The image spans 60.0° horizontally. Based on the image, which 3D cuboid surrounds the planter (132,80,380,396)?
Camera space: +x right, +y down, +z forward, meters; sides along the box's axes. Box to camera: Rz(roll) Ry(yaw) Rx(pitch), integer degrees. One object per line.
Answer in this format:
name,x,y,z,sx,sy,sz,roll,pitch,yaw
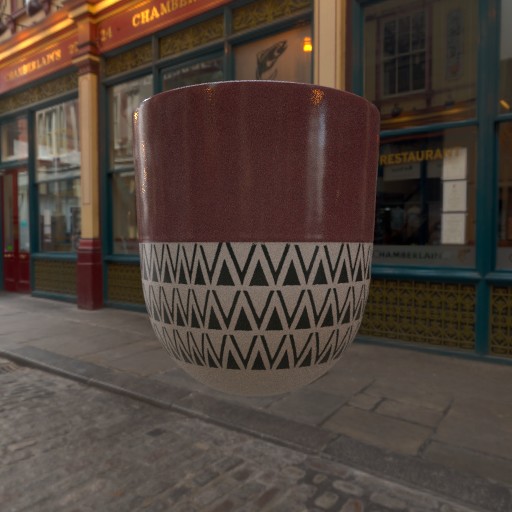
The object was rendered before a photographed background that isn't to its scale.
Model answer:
planter,0.000,0.000,0.363,0.195,0.214,0.195,0,1,0
